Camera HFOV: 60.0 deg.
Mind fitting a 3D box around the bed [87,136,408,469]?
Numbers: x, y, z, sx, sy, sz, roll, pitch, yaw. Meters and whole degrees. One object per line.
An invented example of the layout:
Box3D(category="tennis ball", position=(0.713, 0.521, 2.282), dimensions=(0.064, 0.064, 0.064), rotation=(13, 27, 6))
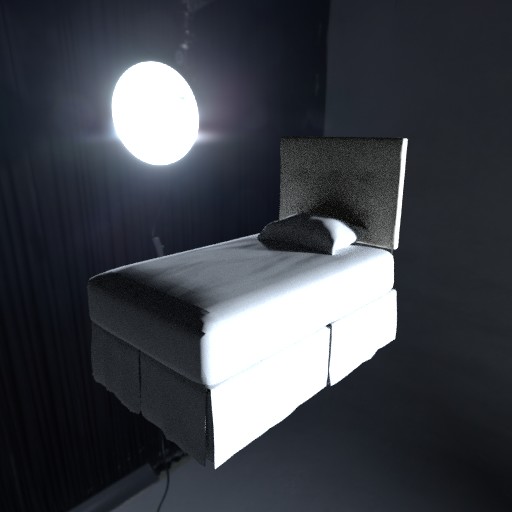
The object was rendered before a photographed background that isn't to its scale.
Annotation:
Box3D(category="bed", position=(0.000, 0.000, 3.060), dimensions=(1.261, 1.571, 1.997), rotation=(15, 21, 41))
